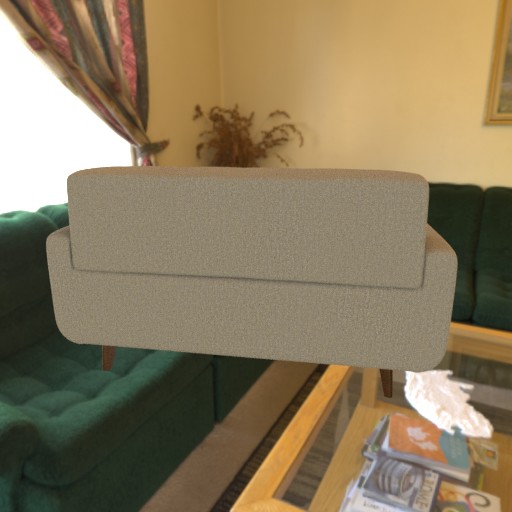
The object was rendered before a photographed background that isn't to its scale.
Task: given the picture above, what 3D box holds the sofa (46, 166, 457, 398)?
[{"bbox_3d":[0.000,0.000,2.216,1.651,0.925,0.952,3,16,9],"label":"sofa"}]
